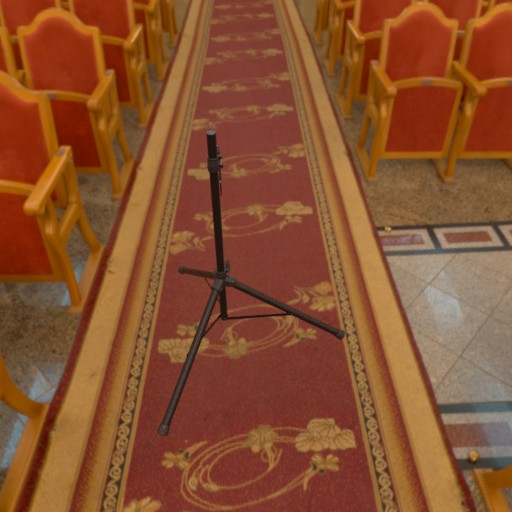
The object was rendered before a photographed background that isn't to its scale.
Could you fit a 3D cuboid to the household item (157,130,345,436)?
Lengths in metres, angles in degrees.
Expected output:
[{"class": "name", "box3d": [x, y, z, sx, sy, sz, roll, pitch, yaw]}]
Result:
[{"class": "household item", "box3d": [0.000, 0.000, 1.898, 0.907, 1.136, 1.045, 0, 41, -1]}]
